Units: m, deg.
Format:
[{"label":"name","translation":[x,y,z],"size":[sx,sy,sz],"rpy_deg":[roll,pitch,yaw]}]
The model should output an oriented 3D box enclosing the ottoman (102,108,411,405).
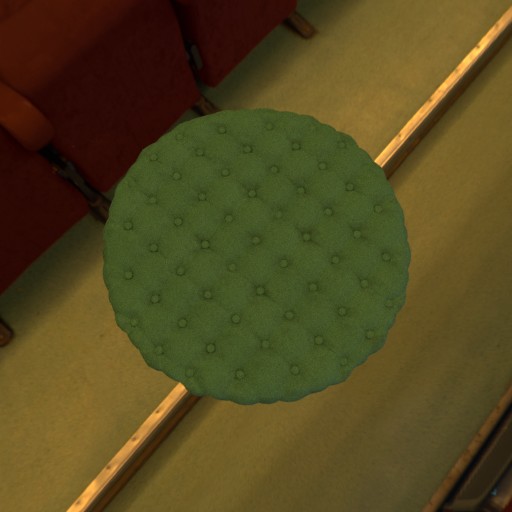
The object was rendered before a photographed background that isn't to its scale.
[{"label":"ottoman","translation":[0.000,0.000,1.558],"size":[0.998,0.399,0.998],"rpy_deg":[0,75,0]}]
